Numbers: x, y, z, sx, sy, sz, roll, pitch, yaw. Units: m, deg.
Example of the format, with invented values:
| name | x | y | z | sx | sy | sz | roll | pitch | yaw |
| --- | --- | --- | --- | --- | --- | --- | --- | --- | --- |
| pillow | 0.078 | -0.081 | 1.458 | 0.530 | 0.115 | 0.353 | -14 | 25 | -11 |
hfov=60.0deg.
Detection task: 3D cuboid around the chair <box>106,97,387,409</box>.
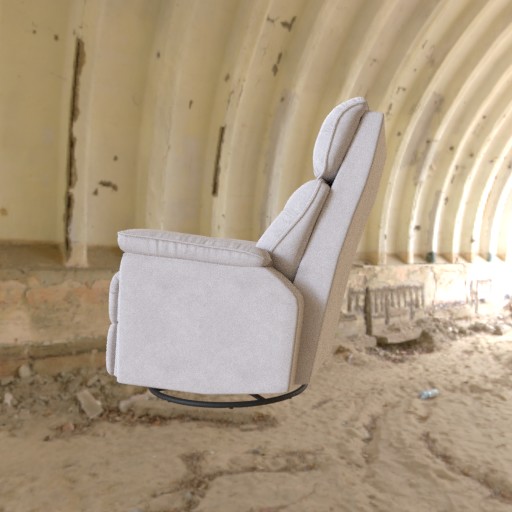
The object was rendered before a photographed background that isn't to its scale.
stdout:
| name | x | y | z | sx | sy | sz | roll | pitch | yaw |
| --- | --- | --- | --- | --- | --- | --- | --- | --- | --- |
| chair | 0.000 | 0.000 | 1.780 | 1.001 | 1.039 | 0.820 | 0 | 0 | 17 |
